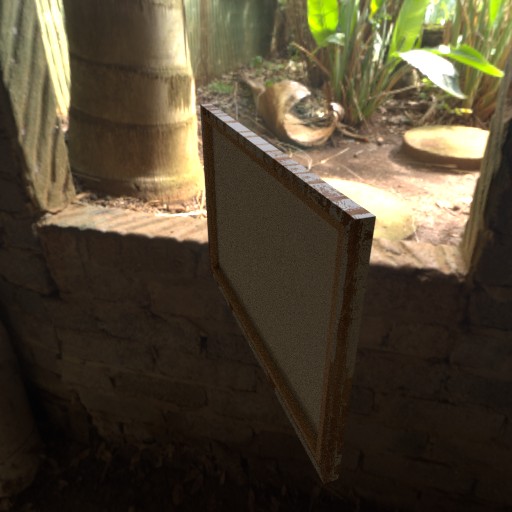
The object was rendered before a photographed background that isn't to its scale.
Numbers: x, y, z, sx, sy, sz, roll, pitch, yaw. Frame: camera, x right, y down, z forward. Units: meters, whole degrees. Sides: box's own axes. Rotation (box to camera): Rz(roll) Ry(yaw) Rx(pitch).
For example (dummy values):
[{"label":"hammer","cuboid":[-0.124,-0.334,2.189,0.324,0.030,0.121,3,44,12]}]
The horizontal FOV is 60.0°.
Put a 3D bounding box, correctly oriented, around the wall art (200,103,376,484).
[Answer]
[{"label":"wall art","cuboid":[0.000,0.000,1.159,0.035,0.609,0.914,-10,31,-18]}]
